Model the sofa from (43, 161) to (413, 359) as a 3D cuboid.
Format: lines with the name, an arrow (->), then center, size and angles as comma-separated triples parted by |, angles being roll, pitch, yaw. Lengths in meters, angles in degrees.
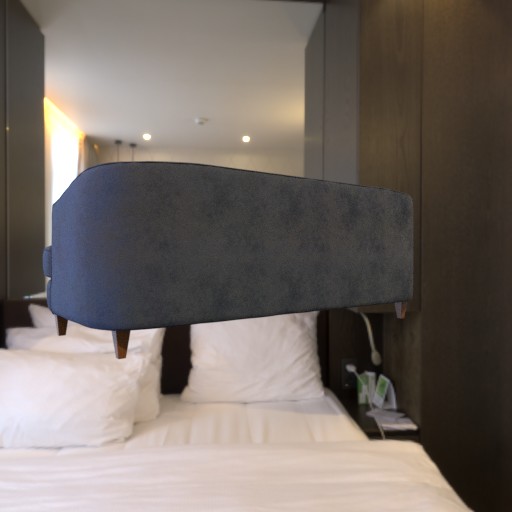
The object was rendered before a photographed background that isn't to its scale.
sofa -> 0.000, 0.000, 2.743 | 2.278, 0.855, 0.941 | 0, 1, -36
